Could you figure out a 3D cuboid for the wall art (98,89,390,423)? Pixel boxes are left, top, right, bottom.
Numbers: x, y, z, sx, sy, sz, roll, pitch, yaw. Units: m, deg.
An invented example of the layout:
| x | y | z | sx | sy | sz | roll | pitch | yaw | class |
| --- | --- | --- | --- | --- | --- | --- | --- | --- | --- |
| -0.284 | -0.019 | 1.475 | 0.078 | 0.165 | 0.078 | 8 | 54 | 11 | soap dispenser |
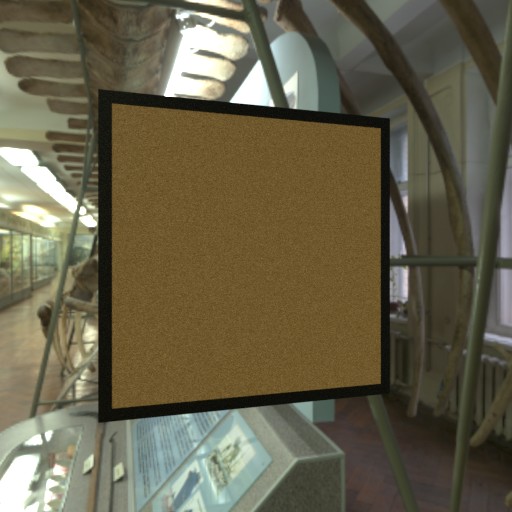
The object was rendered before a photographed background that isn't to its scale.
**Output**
| x | y | z | sx | sy | sz | roll | pitch | yaw | class |
| --- | --- | --- | --- | --- | --- | --- | --- | --- | --- |
| 0.000 | 0.000 | 1.137 | 0.762 | 0.762 | 0.038 | 0 | 0 | -16 | wall art |
